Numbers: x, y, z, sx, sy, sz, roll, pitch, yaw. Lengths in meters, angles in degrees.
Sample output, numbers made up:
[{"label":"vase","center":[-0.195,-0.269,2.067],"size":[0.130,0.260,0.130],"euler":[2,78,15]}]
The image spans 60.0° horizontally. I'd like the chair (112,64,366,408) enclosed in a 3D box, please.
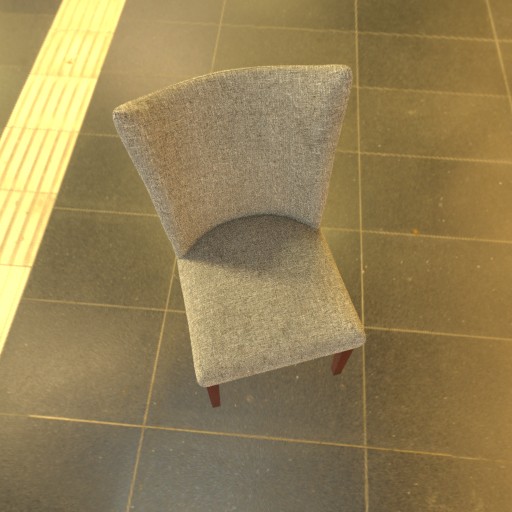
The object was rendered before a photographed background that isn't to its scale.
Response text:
[{"label":"chair","center":[0.000,0.000,1.285],"size":[0.535,0.924,0.623],"euler":[-13,64,-7]}]
